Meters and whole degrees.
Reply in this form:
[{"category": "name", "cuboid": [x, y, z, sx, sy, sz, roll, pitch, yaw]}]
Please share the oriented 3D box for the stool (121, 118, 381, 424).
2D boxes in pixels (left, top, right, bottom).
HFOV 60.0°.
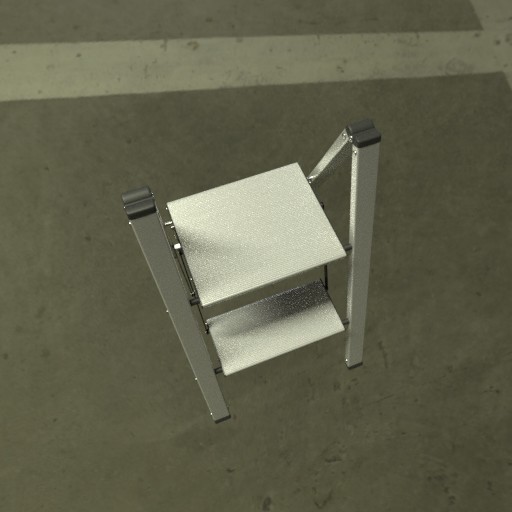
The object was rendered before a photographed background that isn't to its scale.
[{"category": "stool", "cuboid": [0.000, 0.000, 1.011, 0.440, 0.670, 0.535, -19, 65, -9]}]
